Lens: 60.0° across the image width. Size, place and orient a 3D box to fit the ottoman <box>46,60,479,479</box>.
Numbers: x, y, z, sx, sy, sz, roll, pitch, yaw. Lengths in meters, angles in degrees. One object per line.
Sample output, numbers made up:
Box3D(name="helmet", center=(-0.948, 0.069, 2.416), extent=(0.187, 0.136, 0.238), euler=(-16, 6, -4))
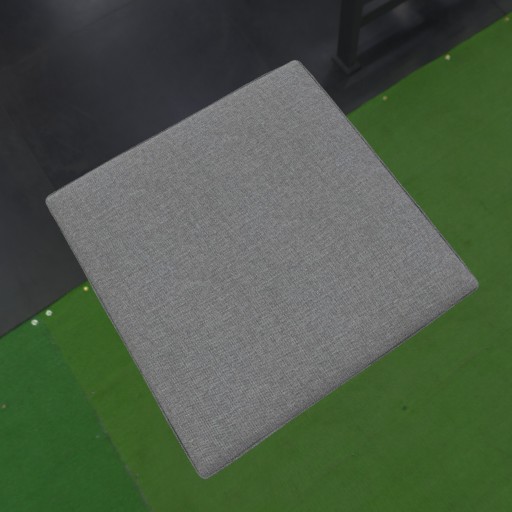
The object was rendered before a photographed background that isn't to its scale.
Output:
Box3D(name="ottoman", center=(0.000, 0.000, 1.555), extent=(1.023, 0.423, 1.017), euler=(-32, 76, -9))
